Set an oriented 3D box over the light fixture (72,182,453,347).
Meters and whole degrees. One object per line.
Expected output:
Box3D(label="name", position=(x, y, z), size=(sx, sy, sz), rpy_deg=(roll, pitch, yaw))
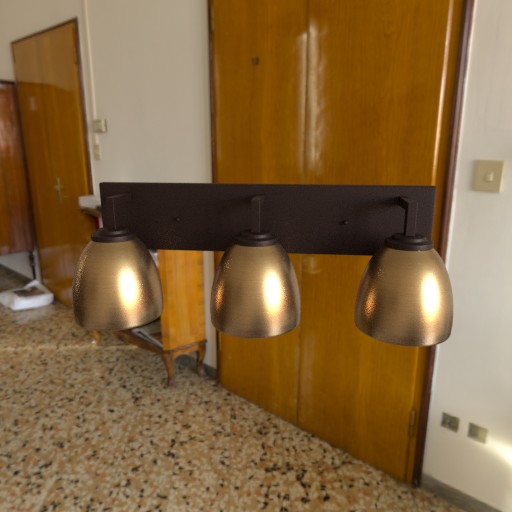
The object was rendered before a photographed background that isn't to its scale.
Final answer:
Box3D(label="light fixture", position=(0.000, 0.000, 0.675), size=(0.582, 0.204, 0.157), rpy_deg=(2, 15, 6))
